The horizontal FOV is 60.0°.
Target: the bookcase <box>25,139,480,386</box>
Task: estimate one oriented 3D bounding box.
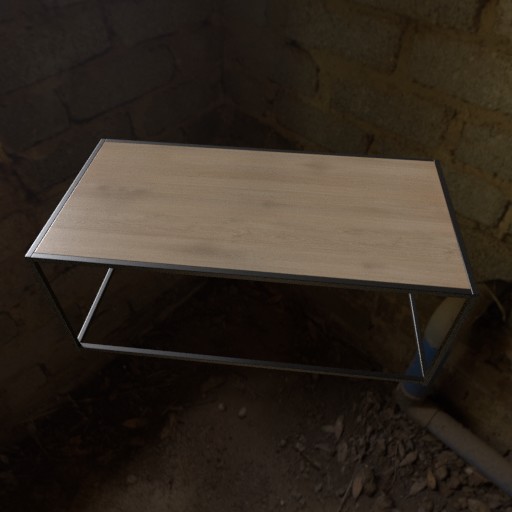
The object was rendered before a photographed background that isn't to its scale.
[{"bbox_3d":[0.000,0.000,1.280,1.000,0.400,0.500,5,46,4],"label":"bookcase"}]
